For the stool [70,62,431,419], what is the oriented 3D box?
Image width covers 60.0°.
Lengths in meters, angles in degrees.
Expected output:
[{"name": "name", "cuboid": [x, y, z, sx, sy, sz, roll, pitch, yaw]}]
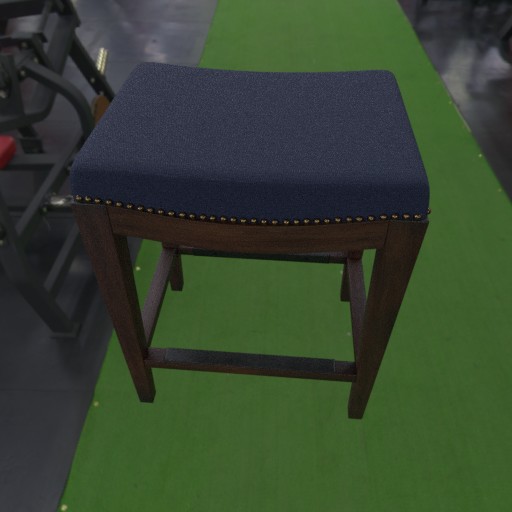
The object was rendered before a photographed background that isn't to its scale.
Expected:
[{"name": "stool", "cuboid": [0.000, 0.000, 0.897, 0.500, 0.642, 0.361, 3, 46, 3]}]
